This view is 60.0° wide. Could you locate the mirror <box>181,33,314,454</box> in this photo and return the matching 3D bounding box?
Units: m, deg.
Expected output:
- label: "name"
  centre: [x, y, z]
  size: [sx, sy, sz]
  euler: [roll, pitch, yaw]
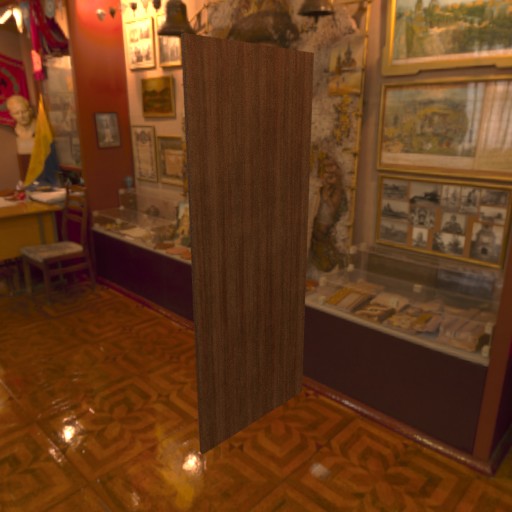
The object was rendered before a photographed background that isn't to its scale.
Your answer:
- label: "mirror"
  centre: [0.000, 0.000, 2.335]
  size: [0.812, 2.032, 0.025]
  euler: [-16, 23, -42]
